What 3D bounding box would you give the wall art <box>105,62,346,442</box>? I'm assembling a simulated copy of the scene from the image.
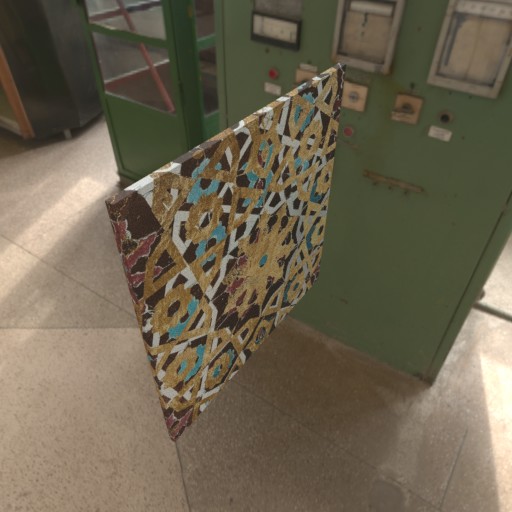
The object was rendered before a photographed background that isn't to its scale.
[{"bbox_3d":[0.000,0.000,0.612,0.010,0.406,0.404,26,48,26],"label":"wall art"}]
